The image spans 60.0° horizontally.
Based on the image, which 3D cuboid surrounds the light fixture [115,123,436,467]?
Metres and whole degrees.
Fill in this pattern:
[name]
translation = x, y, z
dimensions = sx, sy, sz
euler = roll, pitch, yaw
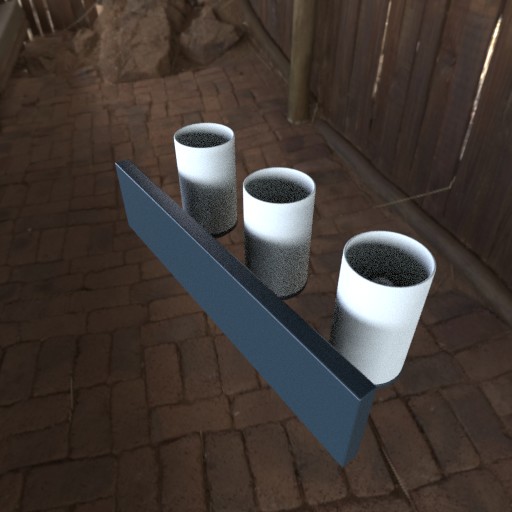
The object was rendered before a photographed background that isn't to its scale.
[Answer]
[light fixture]
translation = 0.000, 0.000, 0.526
dimensions = 0.145, 0.172, 0.451
euler = -25, 46, -27
